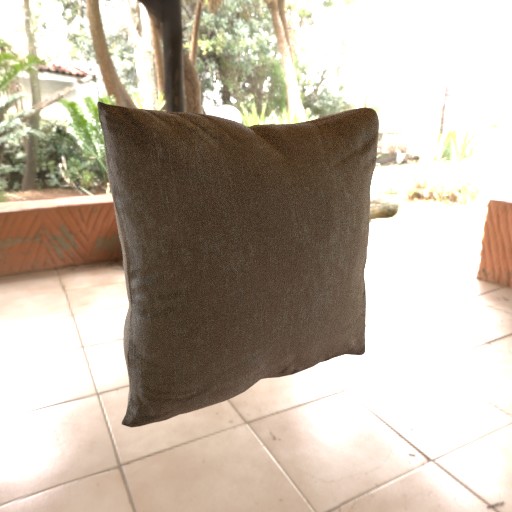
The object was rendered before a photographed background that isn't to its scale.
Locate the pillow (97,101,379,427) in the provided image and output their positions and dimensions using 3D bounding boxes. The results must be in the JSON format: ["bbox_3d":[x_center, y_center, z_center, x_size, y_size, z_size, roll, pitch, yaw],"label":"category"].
[{"bbox_3d":[0.000,0.000,0.691,0.450,0.448,0.245,-9,18,-27],"label":"pillow"}]
